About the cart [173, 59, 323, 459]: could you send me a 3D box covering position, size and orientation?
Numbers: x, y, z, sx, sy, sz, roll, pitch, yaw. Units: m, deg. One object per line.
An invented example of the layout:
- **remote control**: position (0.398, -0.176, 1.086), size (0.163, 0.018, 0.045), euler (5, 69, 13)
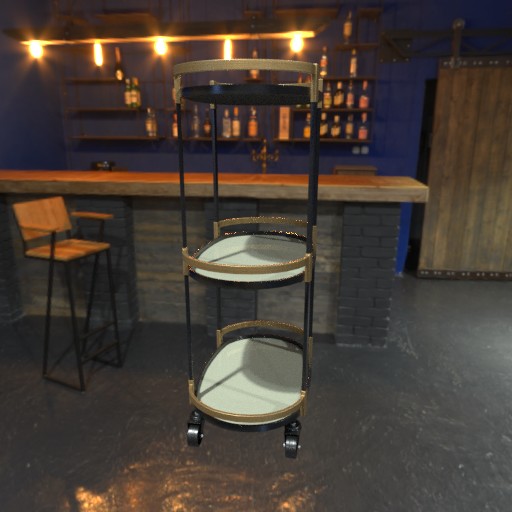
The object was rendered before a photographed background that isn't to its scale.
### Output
- **cart**: position (0.000, 0.000, 1.159), size (0.311, 0.885, 0.515), euler (3, 16, 9)
